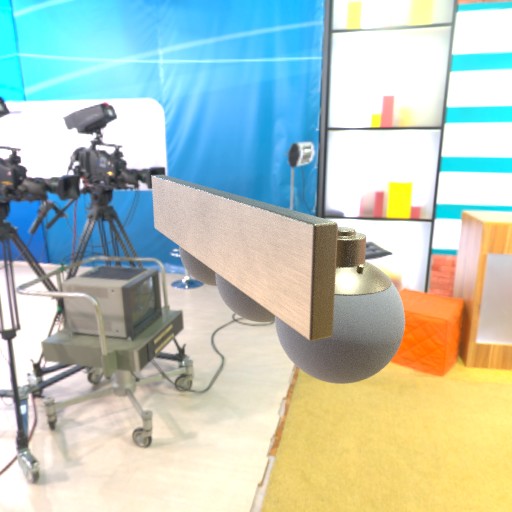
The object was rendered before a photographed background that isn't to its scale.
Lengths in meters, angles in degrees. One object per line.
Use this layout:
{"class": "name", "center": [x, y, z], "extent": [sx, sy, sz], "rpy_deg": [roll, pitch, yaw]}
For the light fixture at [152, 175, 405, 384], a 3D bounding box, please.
{"class": "light fixture", "center": [0.000, 0.000, 0.849], "extent": [0.218, 0.263, 0.721], "rpy_deg": [-7, 16, -25]}
